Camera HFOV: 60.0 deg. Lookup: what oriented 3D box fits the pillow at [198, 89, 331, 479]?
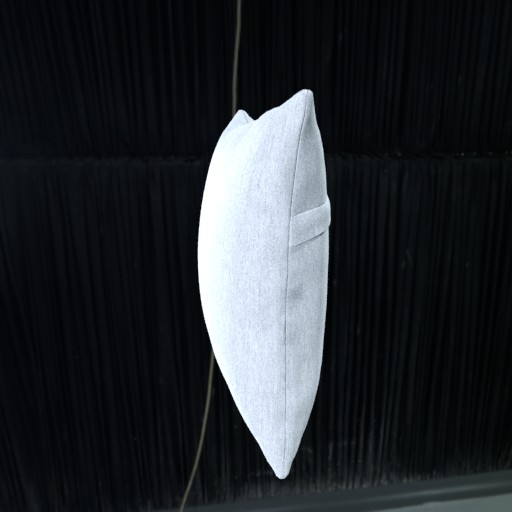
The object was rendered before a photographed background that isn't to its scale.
[{"bbox_3d":[0.000,0.000,0.667,0.173,0.436,0.433,-3,16,-10],"label":"pillow"}]
